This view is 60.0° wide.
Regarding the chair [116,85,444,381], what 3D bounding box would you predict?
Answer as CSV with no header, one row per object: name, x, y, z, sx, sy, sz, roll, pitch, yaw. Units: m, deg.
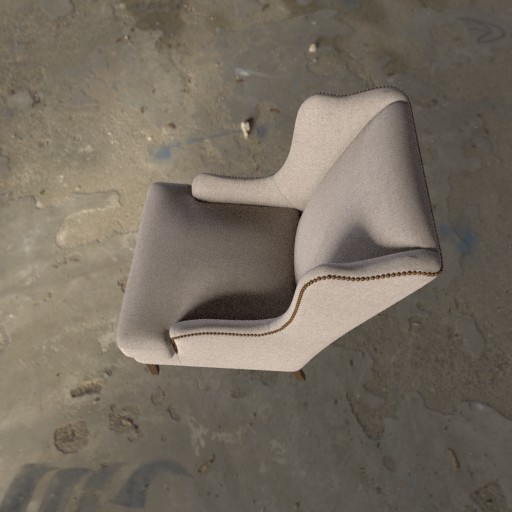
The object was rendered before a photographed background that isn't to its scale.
chair,0.000,0.000,1.646,0.940,1.029,0.737,2,59,1
